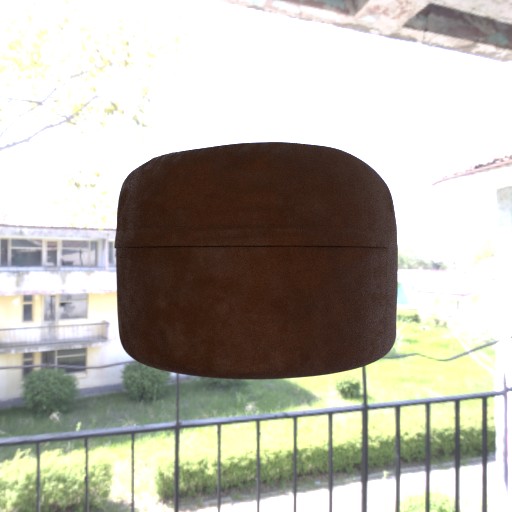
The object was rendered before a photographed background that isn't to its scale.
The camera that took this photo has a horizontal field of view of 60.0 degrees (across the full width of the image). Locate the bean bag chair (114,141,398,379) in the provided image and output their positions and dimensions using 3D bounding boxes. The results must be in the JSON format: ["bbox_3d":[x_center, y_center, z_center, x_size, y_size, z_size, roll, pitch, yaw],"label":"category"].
[{"bbox_3d":[0.000,0.000,1.500,0.918,0.616,0.918,0,0,0],"label":"bean bag chair"}]
